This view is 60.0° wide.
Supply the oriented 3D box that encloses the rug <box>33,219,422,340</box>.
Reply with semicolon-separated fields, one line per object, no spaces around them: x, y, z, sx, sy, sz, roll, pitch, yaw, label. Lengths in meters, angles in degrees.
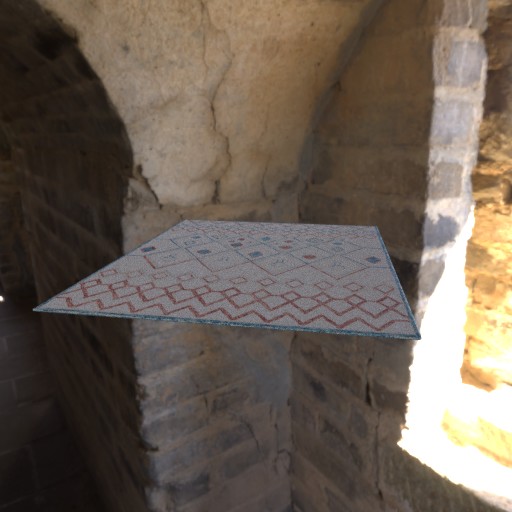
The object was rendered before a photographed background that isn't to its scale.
0.000;0.000;4.139;2.441;0.016;3.050;3;16;10;rug
